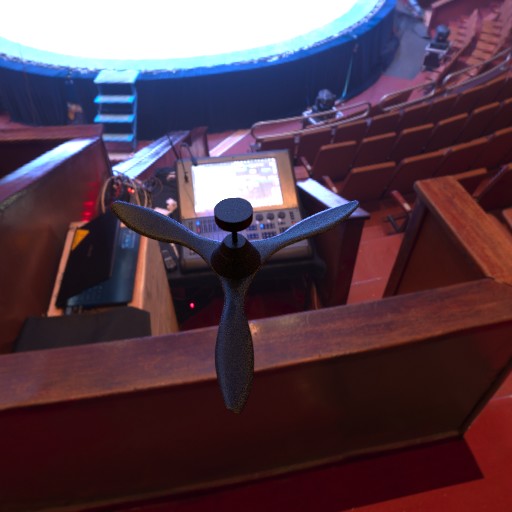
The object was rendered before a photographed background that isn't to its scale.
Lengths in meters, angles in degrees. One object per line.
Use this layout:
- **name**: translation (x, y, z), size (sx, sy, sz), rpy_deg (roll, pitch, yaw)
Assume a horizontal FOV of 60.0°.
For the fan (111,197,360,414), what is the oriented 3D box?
- **fan**: translation (0.000, 0.000, 1.616), size (1.067, 0.305, 1.067), rpy_deg (-9, 47, -9)
